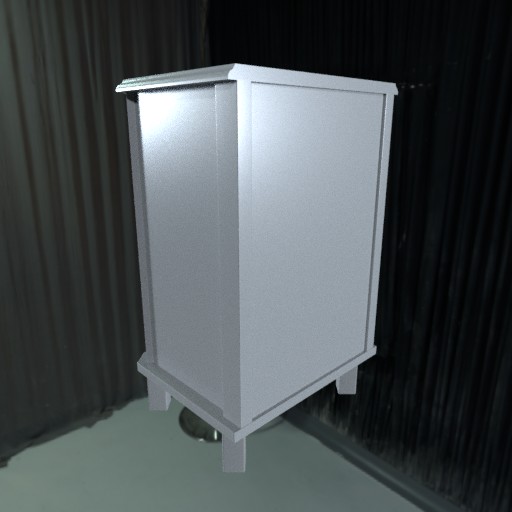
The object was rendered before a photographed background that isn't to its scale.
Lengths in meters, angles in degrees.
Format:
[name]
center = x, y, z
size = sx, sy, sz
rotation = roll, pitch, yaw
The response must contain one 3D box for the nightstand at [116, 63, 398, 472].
[nightstand]
center = 0.000, 0.000, 0.930
size = 0.435, 0.680, 0.348
rotation = -15, 22, -42
